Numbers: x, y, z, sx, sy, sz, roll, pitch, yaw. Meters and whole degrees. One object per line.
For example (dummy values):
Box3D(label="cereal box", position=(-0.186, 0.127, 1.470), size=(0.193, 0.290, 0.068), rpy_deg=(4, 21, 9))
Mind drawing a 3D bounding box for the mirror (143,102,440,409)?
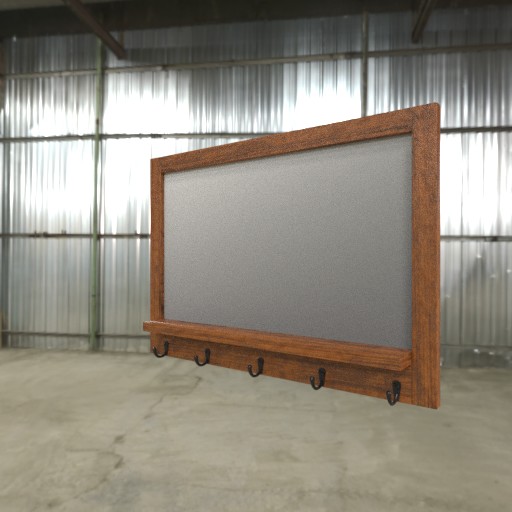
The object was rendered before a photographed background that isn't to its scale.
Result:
Box3D(label="mirror", position=(0.000, 0.000, 0.983), size=(0.758, 0.537, 0.084), rpy_deg=(0, 0, 37))
